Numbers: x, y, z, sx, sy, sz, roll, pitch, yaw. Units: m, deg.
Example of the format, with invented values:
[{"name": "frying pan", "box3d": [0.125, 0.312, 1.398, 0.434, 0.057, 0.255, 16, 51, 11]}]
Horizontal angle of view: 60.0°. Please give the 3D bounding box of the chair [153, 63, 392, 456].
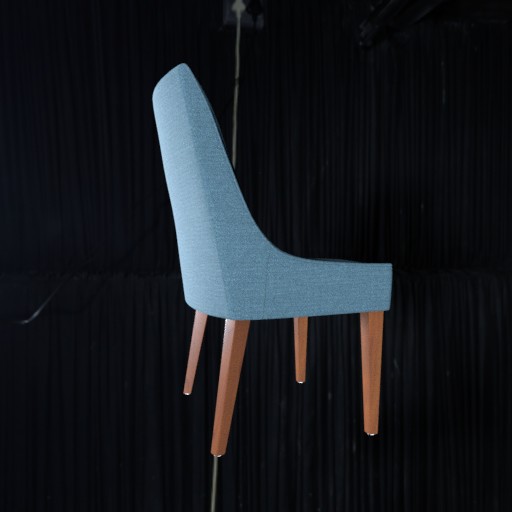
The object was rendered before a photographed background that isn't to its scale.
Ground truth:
[{"name": "chair", "box3d": [0.000, 0.000, 1.208, 0.544, 0.861, 0.529, 0, 1, -18]}]
